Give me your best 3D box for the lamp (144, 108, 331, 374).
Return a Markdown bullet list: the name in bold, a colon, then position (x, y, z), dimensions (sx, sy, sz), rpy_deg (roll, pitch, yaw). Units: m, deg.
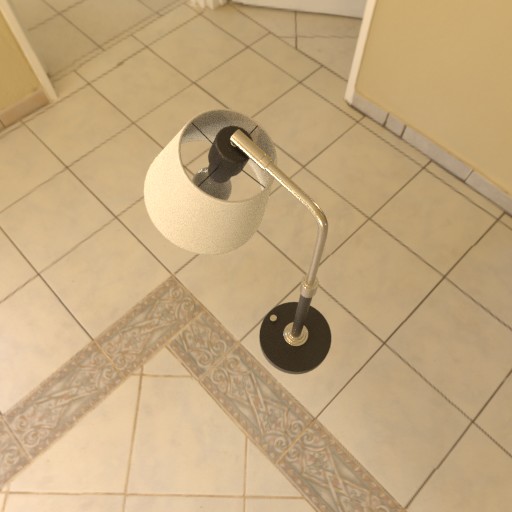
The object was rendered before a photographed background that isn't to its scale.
- **lamp**: position (0.000, 0.000, 0.714), dimensions (0.348, 0.539, 0.181), rpy_deg (33, 68, 15)
